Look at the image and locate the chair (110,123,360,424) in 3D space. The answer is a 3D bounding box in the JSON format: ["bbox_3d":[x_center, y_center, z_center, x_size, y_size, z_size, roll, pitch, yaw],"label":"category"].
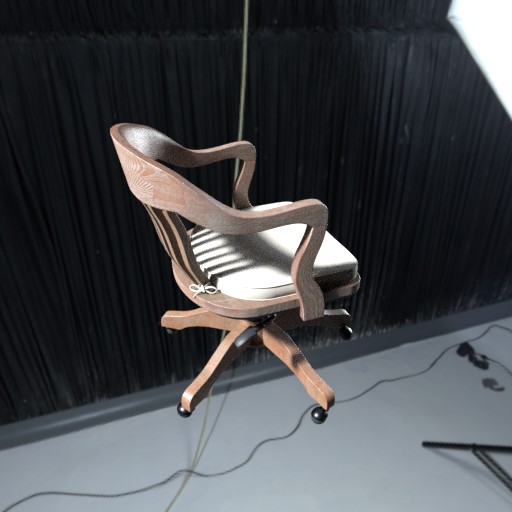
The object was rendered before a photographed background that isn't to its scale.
[{"bbox_3d":[0.000,0.000,1.463,0.788,0.878,0.750,-10,31,-16],"label":"chair"}]
